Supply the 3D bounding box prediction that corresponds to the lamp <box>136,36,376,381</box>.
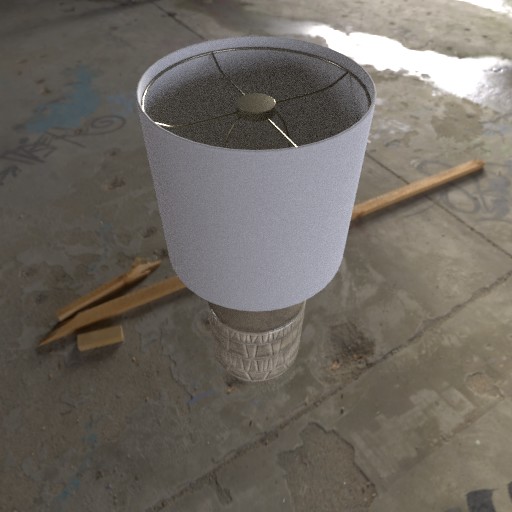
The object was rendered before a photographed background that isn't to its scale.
[{"bbox_3d":[0.000,0.000,0.562,0.211,0.455,0.211,-10,48,-9],"label":"lamp"}]
